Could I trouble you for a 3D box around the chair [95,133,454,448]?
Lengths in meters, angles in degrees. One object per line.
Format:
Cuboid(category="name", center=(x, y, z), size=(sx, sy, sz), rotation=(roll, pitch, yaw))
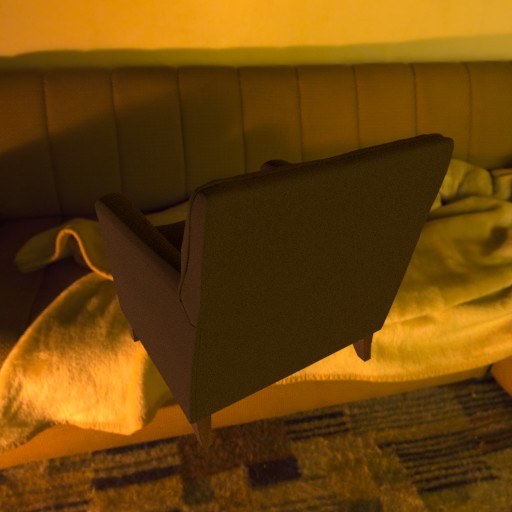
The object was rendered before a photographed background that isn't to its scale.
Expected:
Cuboid(category="chair", center=(0.000, 0.000, 1.540), size=(0.836, 0.911, 0.831), rotation=(-18, 35, -28))
